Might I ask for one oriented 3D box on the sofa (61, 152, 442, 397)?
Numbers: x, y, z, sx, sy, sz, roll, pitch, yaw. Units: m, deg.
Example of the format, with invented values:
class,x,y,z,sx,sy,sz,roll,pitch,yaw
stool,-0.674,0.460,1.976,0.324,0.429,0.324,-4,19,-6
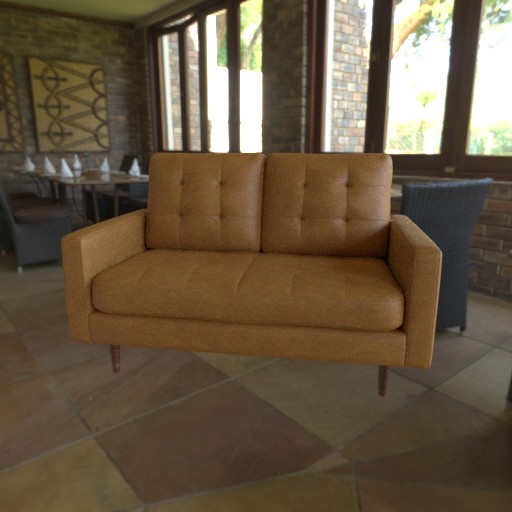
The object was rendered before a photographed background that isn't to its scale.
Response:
class,x,y,z,sx,sy,sz,roll,pitch,yaw
sofa,0.000,0.000,2.001,1.430,0.898,0.868,2,14,9
